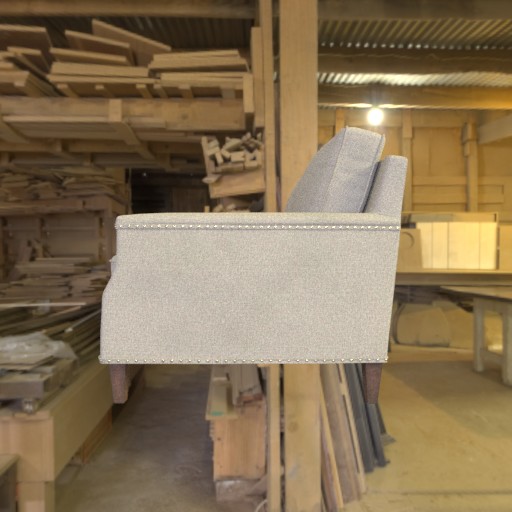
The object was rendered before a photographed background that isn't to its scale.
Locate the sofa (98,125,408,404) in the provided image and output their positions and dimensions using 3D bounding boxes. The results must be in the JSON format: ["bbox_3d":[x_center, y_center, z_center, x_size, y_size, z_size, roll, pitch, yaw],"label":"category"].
[{"bbox_3d":[0.000,0.000,2.280,1.084,1.003,1.597,0,1,0],"label":"sofa"}]
